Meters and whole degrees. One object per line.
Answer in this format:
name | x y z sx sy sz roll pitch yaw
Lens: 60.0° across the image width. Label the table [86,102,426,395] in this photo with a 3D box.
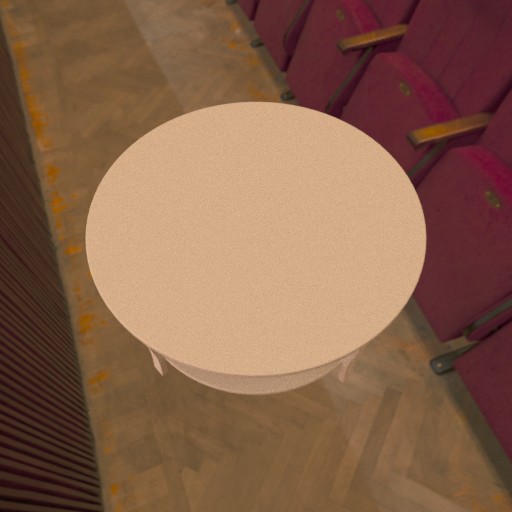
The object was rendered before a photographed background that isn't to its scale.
table | 0.000 0.000 1.399 0.910 0.457 0.910 0 57 0
